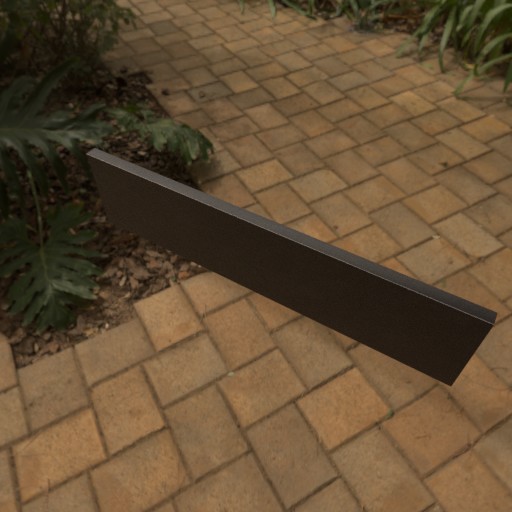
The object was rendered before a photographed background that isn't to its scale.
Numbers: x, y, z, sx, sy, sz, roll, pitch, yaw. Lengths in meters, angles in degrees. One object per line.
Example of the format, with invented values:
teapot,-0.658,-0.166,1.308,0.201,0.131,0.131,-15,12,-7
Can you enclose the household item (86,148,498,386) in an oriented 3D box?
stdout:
household item,0.000,0.000,1.053,1.001,0.236,0.030,24,52,21
